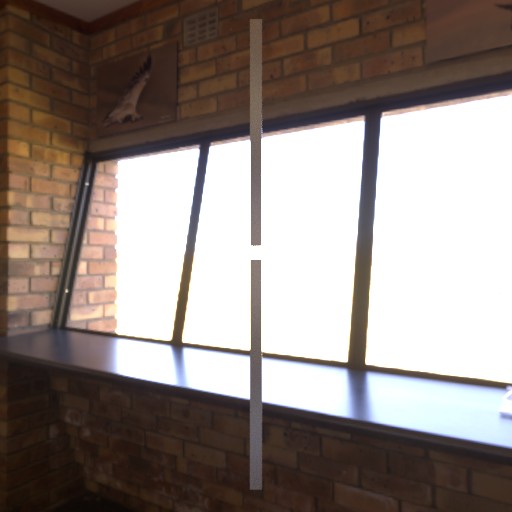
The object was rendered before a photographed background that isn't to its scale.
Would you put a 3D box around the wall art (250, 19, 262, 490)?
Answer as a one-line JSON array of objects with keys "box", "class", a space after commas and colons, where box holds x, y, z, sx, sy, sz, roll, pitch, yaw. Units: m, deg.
[{"box": [0.000, 0.000, 1.613, 0.029, 1.118, 1.118, 0, -1, 0], "class": "wall art"}]
